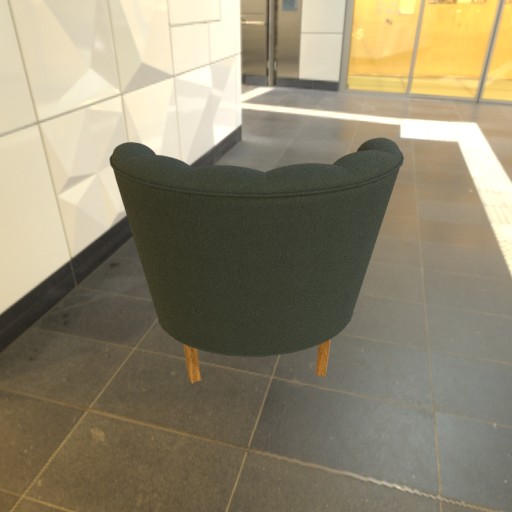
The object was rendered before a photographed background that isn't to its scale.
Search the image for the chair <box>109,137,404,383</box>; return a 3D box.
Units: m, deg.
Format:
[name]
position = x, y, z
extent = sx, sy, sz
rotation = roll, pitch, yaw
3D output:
[chair]
position = 0.000, 0.000, 1.376
extent = 0.740, 0.771, 0.718
rotation = -2, 30, -3
